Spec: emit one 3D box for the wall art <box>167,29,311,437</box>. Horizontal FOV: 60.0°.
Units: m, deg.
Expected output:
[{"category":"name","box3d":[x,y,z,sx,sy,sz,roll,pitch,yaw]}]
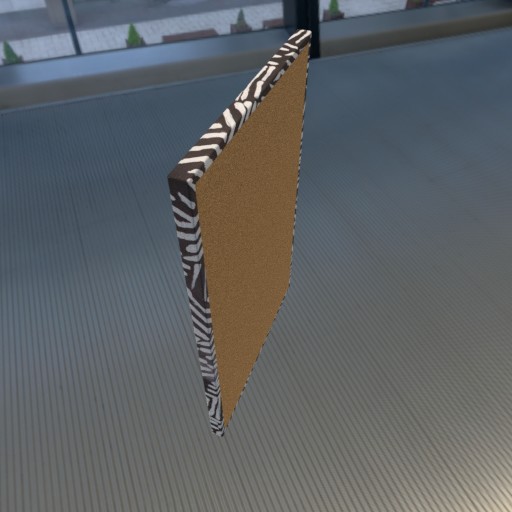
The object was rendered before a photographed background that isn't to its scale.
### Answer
[{"category":"wall art","box3d":[0.000,0.000,1.160,0.035,0.918,0.615,16,48,15]}]
